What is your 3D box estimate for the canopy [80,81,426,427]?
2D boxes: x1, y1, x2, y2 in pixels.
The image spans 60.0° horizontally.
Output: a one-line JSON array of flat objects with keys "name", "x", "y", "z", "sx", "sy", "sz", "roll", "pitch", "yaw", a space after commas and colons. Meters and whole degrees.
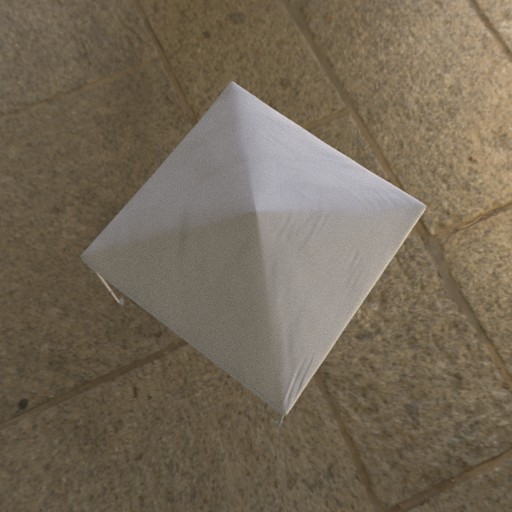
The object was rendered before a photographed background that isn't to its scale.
[{"name": "canopy", "x": 0.000, "y": 0.000, "z": 6.391, "sx": 3.599, "sy": 3.600, "sz": 3.600, "roll": 35, "pitch": 78, "yaw": 9}]
